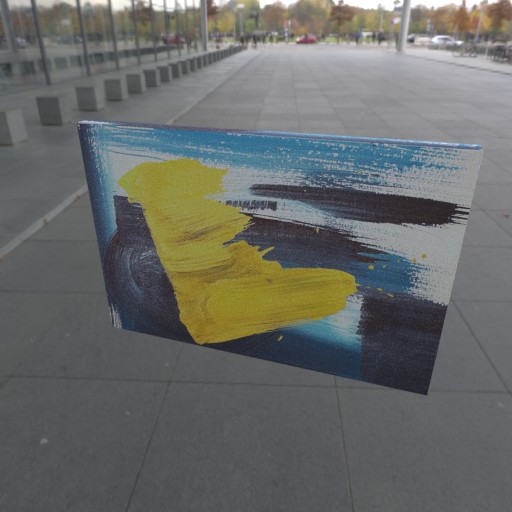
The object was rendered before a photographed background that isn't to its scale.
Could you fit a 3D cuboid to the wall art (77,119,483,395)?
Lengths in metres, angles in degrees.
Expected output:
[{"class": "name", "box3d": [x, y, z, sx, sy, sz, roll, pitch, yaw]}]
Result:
[{"class": "wall art", "box3d": [0.000, 0.000, 0.743, 0.609, 0.406, 0.033, 9, 28, 17]}]
